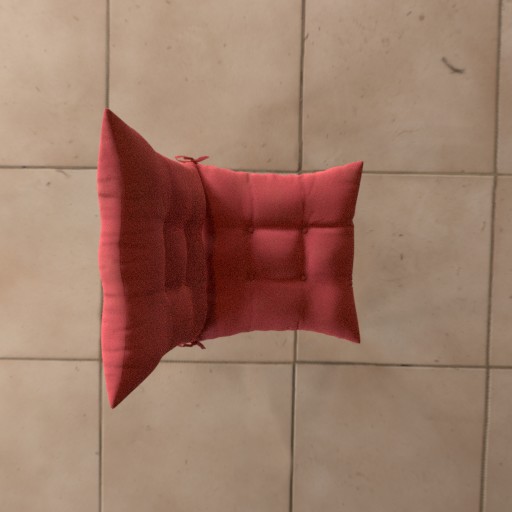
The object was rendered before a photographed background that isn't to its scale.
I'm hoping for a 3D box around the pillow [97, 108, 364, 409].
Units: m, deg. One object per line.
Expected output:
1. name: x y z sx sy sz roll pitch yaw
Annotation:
1. pillow: 0.000 0.000 1.001 0.585 0.536 0.541 0 92 0
